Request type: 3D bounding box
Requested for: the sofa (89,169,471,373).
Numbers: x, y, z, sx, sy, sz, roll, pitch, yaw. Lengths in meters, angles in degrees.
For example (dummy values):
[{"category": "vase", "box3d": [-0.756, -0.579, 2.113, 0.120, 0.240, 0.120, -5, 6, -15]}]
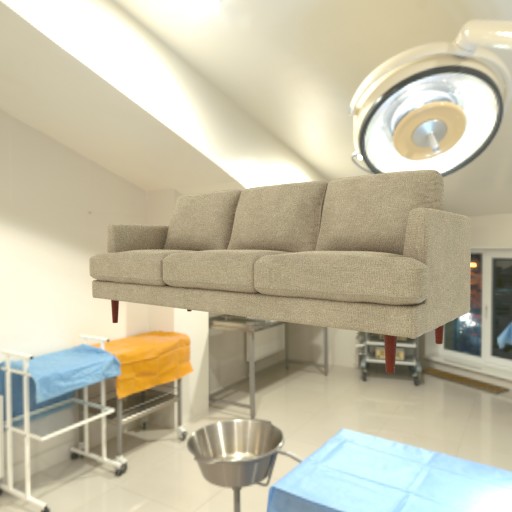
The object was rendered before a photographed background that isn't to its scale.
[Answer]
[{"category": "sofa", "box3d": [0.000, 0.000, 2.685, 2.246, 0.930, 0.903, 1, 2, 38]}]
